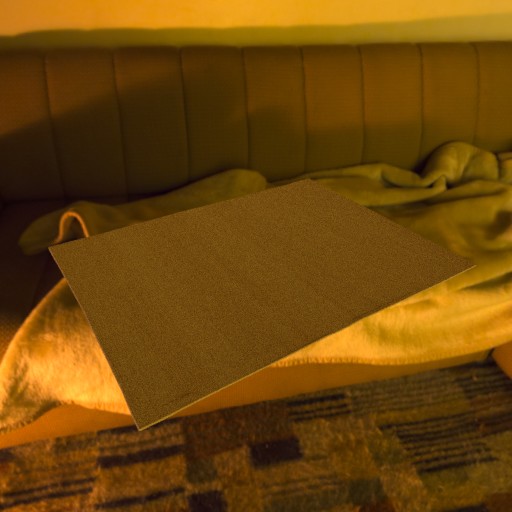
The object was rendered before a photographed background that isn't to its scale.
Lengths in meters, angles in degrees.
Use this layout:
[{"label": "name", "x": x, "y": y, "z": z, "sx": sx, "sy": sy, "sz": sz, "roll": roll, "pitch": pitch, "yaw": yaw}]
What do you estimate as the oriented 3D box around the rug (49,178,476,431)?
[{"label": "rug", "x": 0.000, "y": 0.000, "z": 4.138, "sx": 3.202, "sy": 0.045, "sz": 2.434, "roll": -19, "pitch": 37, "yaw": -27}]
